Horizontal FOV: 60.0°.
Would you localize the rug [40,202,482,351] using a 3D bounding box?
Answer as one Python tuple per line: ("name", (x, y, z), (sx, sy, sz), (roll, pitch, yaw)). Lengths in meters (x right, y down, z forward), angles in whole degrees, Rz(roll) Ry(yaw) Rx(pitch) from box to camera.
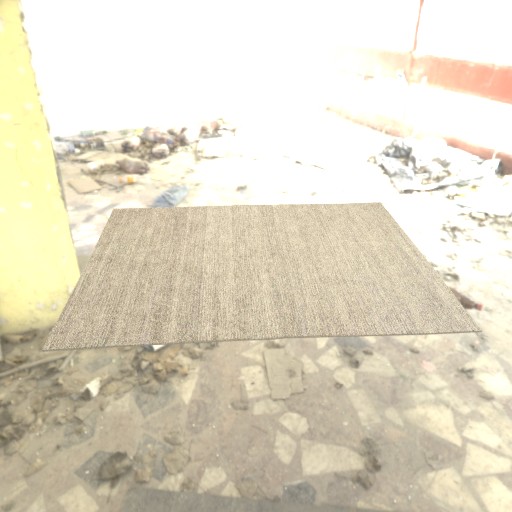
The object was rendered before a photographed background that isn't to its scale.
("rug", (0.000, 0.000, 4.220), (3.202, 0.045, 2.434), (-2, 30, -3))
